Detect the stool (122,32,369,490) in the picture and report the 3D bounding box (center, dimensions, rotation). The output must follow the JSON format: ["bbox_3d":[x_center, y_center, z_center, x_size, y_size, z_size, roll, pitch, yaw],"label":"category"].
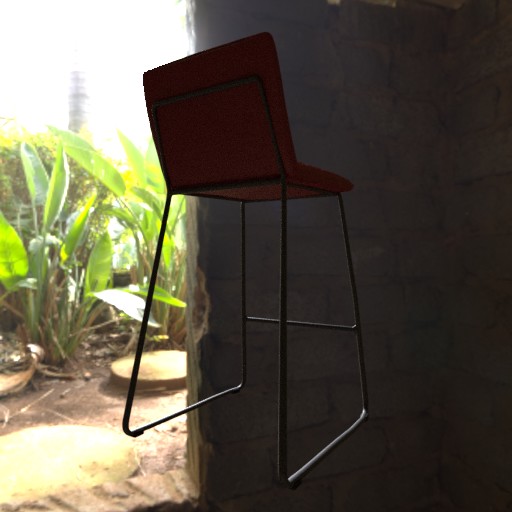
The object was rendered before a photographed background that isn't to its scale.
[{"bbox_3d":[0.000,0.000,1.211,0.489,0.937,0.524,0,0,33],"label":"stool"}]
